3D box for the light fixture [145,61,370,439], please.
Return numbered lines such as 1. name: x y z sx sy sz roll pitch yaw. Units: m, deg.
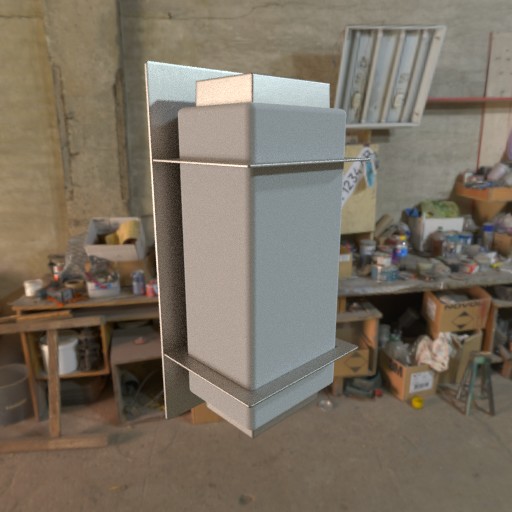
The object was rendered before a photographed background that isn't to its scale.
1. light fixture: 0.000 0.000 0.472 0.168 0.380 0.160 -14 20 -42
